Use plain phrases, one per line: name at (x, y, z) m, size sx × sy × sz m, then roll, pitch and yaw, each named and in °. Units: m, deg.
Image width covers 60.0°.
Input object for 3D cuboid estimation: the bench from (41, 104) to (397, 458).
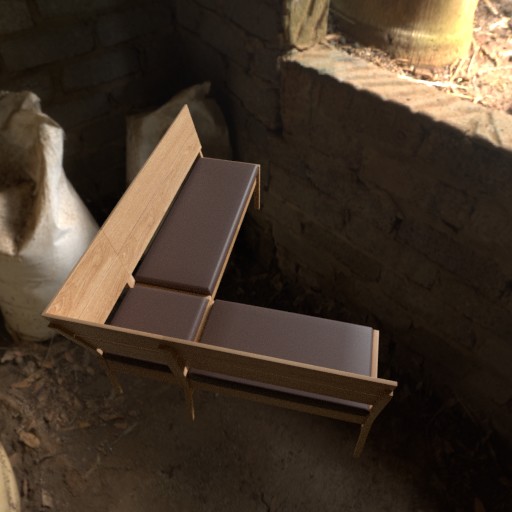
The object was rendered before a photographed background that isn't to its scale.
bench at (0.000, 0.000, 2.818) m, size 1.549 × 0.890 × 1.975 m, roll 9°, pitch 47°, yaw 8°
